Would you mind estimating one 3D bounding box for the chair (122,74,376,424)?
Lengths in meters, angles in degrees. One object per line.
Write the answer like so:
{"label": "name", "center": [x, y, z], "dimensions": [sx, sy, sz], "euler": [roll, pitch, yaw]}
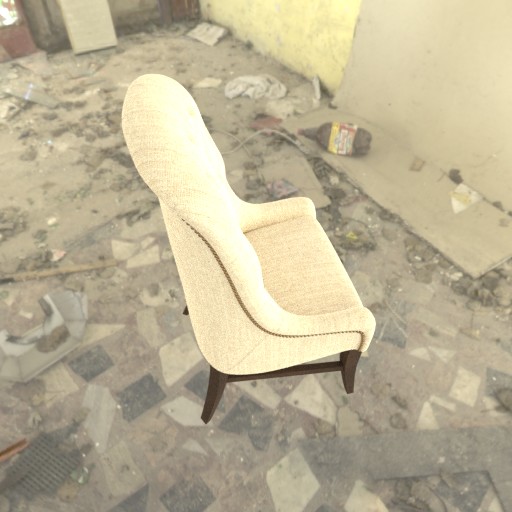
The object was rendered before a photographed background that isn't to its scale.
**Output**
{"label": "chair", "center": [0.000, 0.000, 1.435], "dimensions": [0.629, 1.091, 0.634], "euler": [-11, 47, -10]}
